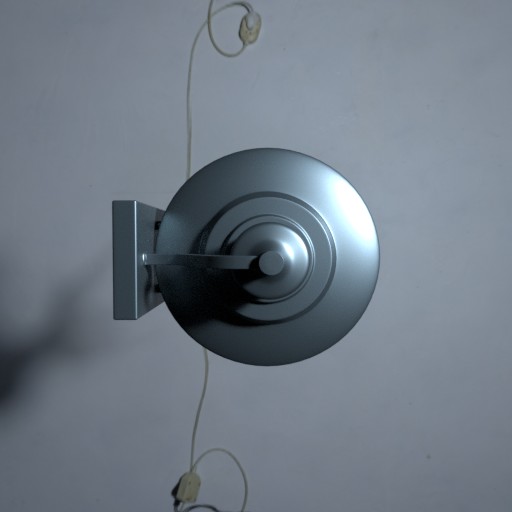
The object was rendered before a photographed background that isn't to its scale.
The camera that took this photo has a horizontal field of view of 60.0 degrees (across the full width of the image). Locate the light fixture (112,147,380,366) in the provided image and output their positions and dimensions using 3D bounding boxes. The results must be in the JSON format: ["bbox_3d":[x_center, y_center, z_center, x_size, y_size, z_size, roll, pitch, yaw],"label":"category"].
[{"bbox_3d":[0.000,0.000,0.510,0.252,0.345,0.222,0,92,0],"label":"light fixture"}]
